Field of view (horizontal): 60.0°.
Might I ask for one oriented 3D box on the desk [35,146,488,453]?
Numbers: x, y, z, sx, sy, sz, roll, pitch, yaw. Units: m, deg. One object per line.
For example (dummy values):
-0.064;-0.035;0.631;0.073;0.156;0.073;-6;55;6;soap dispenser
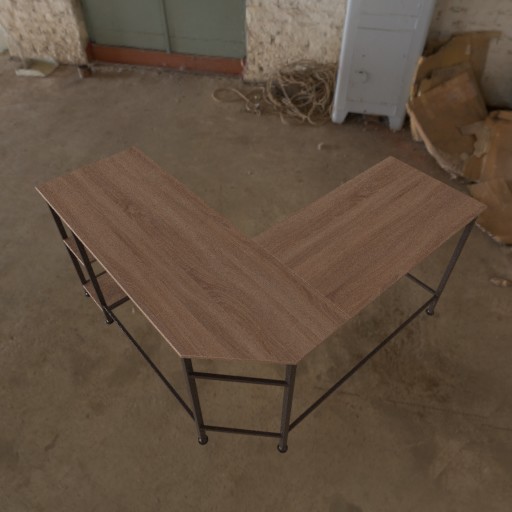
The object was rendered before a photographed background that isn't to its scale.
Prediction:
0.000;0.000;2.170;1.379;0.739;1.379;-32;54;-27;desk
